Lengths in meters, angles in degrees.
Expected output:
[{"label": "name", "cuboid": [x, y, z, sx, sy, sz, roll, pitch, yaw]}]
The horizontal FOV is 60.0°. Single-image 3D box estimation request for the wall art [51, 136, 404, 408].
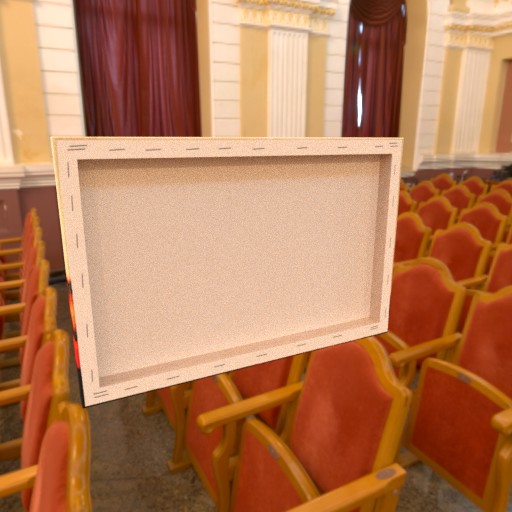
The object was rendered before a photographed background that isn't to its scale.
[{"label": "wall art", "cuboid": [0.000, 0.000, 0.777, 0.613, 0.402, 0.040, -7, 16, -26]}]
